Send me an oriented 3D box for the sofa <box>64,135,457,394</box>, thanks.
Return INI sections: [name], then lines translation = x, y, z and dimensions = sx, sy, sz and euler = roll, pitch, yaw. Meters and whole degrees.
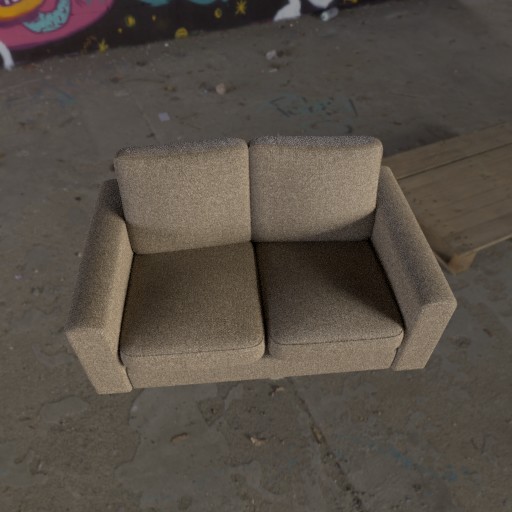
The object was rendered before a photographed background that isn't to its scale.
[sofa]
translation = 0.000, 0.000, 2.193
dimensions = 1.616, 0.873, 1.016
euler = -4, 47, -3
